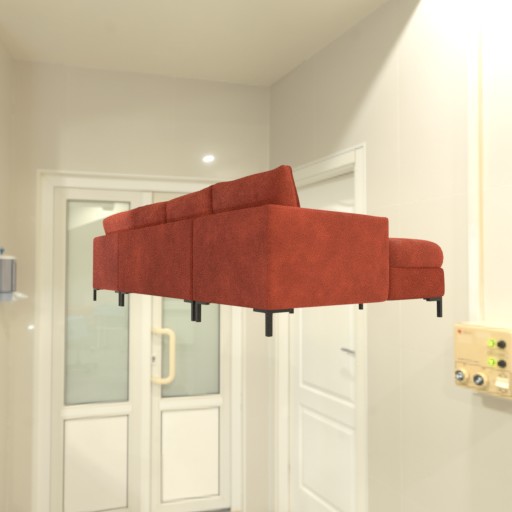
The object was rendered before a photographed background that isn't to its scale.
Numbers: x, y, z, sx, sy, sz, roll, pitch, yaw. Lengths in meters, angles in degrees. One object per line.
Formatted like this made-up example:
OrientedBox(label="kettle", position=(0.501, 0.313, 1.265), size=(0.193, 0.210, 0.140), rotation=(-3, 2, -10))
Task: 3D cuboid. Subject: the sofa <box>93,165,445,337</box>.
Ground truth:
OrientedBox(label="sofa", position=(0.000, 0.000, 3.824), size=(1.981, 0.858, 2.971), rotation=(1, -2, -36))
